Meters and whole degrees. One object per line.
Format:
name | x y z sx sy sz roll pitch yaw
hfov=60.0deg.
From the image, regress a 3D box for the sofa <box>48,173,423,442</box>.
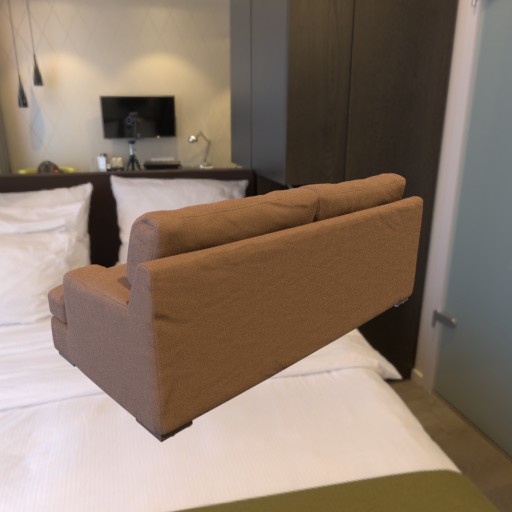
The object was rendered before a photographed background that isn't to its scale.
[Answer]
sofa | 0.000 0.000 2.830 1.140 0.950 2.274 16 23 42
